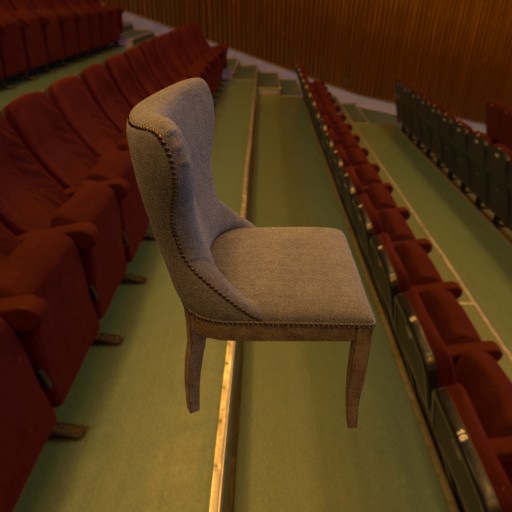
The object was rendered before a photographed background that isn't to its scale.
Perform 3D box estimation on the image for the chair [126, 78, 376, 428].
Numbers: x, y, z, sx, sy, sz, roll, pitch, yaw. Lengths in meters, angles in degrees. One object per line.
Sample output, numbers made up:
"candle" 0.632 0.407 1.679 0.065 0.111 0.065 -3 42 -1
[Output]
"chair" 0.000 0.000 1.440 0.681 1.002 0.654 0 31 0
